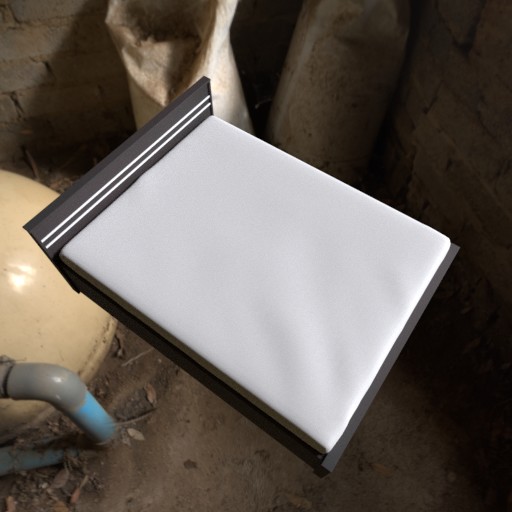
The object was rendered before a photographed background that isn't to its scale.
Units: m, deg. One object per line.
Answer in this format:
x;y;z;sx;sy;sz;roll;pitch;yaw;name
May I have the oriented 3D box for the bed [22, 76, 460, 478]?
0.000;0.000;2.892;2.103;0.808;1.634;32;64;17;bed
